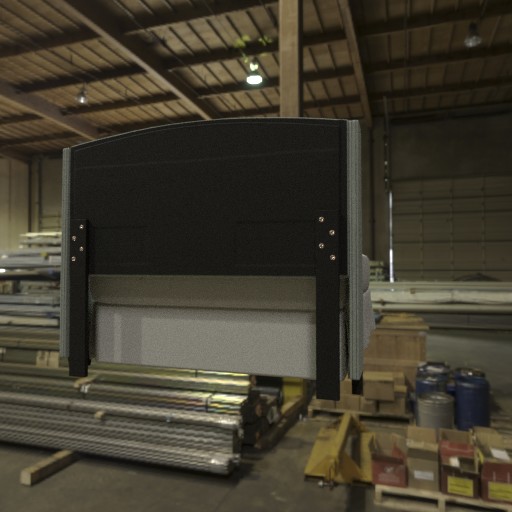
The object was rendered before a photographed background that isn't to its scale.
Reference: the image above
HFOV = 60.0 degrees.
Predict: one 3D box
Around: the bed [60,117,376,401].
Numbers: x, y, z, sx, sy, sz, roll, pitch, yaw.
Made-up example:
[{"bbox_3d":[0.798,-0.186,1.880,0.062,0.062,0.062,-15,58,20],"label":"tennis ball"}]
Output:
[{"bbox_3d":[0.000,0.000,3.379,1.710,1.407,2.237,0,-1,18],"label":"bed"}]
